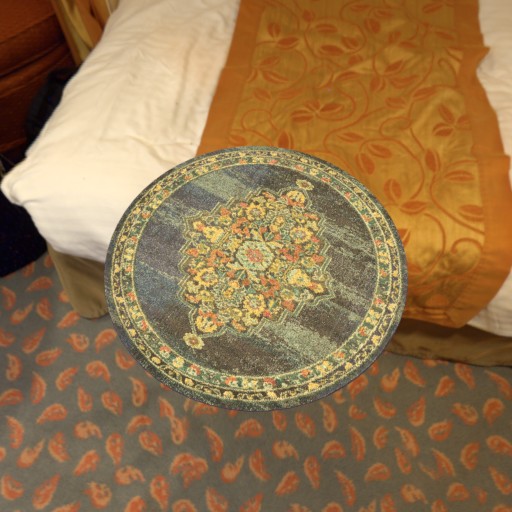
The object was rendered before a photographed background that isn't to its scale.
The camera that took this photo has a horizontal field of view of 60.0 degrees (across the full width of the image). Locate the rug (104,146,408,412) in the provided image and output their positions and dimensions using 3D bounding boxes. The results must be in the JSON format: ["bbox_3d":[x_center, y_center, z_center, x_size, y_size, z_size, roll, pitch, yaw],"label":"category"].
[{"bbox_3d":[0.000,0.000,3.529,2.386,0.014,2.386,0,59,0],"label":"rug"}]
